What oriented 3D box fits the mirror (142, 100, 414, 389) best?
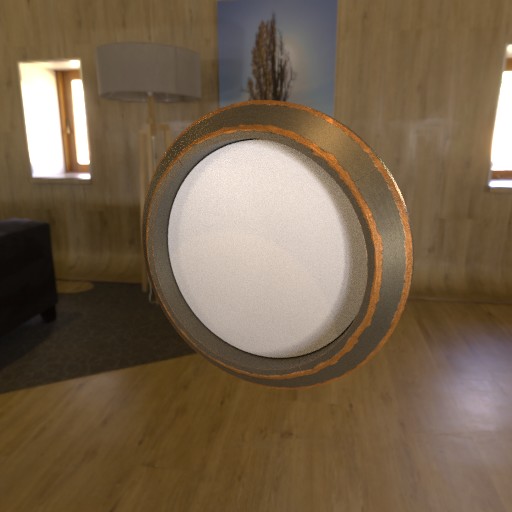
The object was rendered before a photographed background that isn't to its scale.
[{"bbox_3d":[0.000,0.000,1.358,0.907,0.907,0.111,7,16,25],"label":"mirror"}]
